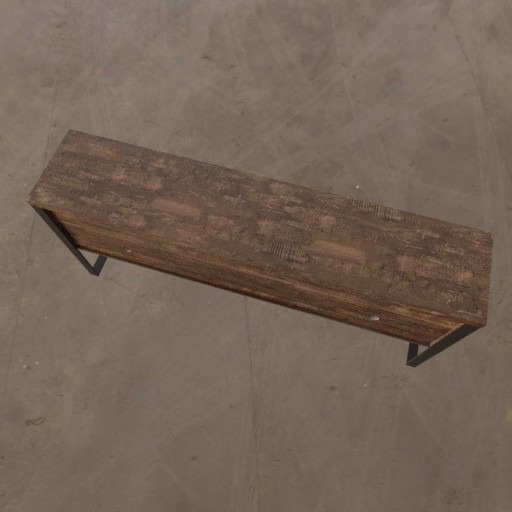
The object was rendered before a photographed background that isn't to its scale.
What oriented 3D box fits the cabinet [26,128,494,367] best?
[{"bbox_3d":[0.000,0.000,2.085,1.800,0.762,0.395,15,66,7],"label":"cabinet"}]
